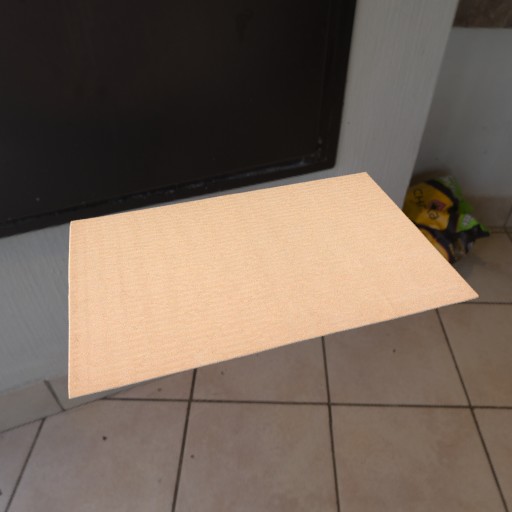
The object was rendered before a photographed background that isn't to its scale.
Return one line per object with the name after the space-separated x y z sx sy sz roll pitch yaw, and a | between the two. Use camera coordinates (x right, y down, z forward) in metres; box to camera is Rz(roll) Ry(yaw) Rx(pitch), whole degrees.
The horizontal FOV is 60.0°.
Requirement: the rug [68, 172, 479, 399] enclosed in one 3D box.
0.000 0.000 3.020 2.441 0.014 1.531 -11 43 -12 | rug
